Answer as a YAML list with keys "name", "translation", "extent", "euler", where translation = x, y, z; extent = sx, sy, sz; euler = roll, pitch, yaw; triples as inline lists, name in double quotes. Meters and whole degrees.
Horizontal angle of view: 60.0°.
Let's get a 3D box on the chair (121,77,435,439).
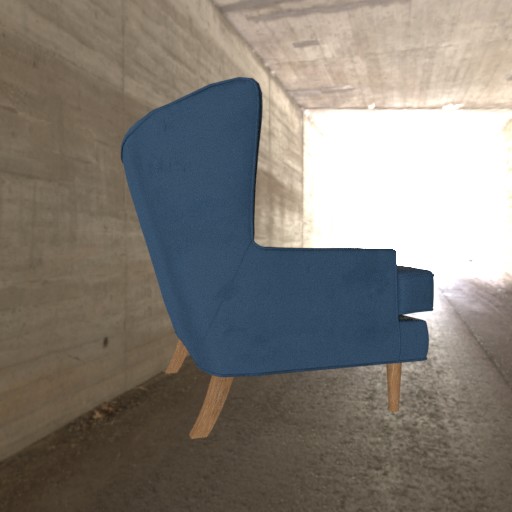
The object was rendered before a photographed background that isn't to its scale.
- name: "chair"
  translation: [0.000, 0.000, 1.564]
  extent: [0.910, 0.952, 0.793]
  euler: [0, 1, -17]
